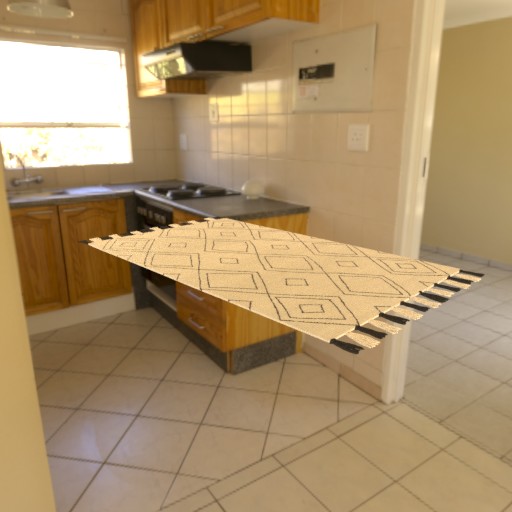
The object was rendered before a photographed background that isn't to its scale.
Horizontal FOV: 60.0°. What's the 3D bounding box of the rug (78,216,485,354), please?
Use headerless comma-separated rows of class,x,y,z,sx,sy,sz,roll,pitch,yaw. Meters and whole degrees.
rug,0.000,0.000,3.305,1.524,0.021,2.755,-15,22,-42
